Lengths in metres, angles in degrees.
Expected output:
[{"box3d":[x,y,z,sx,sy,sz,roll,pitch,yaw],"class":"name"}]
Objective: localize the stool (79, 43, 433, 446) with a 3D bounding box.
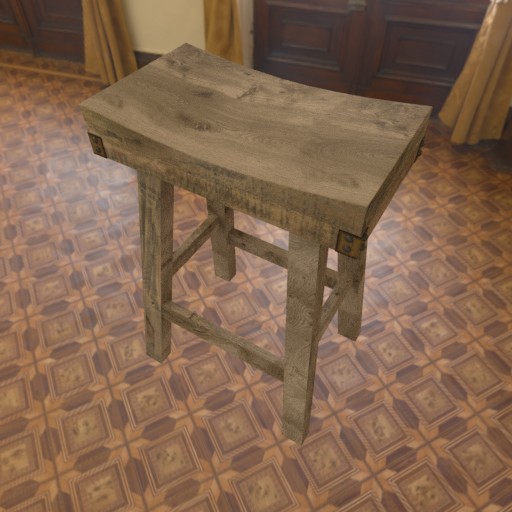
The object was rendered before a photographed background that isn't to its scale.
[{"box3d":[0.000,0.000,0.867,0.450,0.635,0.330,24,51,20],"class":"stool"}]
